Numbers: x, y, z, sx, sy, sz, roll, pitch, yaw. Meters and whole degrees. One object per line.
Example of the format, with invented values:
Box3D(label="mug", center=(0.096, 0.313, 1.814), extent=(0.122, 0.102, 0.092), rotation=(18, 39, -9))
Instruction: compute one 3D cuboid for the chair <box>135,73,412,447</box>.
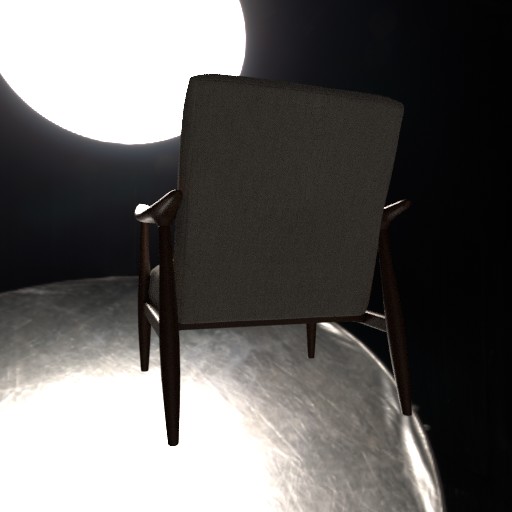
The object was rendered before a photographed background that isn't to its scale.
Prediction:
Box3D(label="chair", center=(0.000, 0.000, 1.412), extent=(0.741, 0.832, 0.798), rotation=(0, 1, -18))
